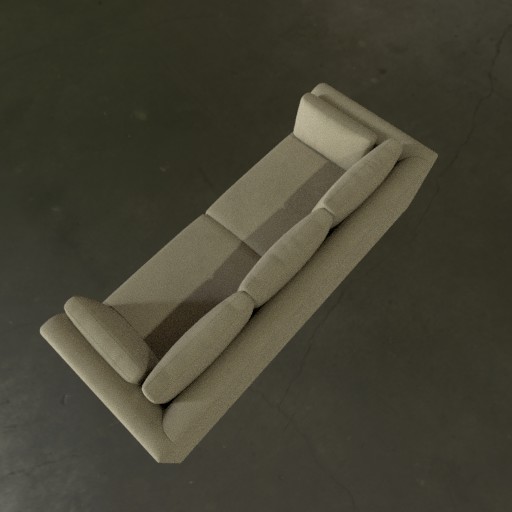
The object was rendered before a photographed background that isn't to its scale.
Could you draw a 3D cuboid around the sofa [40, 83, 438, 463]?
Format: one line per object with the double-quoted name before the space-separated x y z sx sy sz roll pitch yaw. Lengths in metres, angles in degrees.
"sofa" 0.000 0.000 2.867 0.969 0.867 2.415 39 71 17
